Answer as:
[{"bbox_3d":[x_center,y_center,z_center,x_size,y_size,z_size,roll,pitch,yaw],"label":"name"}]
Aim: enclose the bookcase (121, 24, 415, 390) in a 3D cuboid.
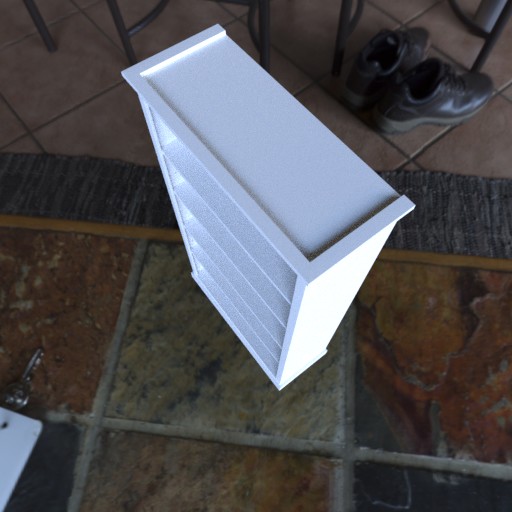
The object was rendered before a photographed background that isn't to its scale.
[{"bbox_3d":[0.000,0.000,2.327,0.432,1.880,1.050,-35,69,-15],"label":"bookcase"}]
